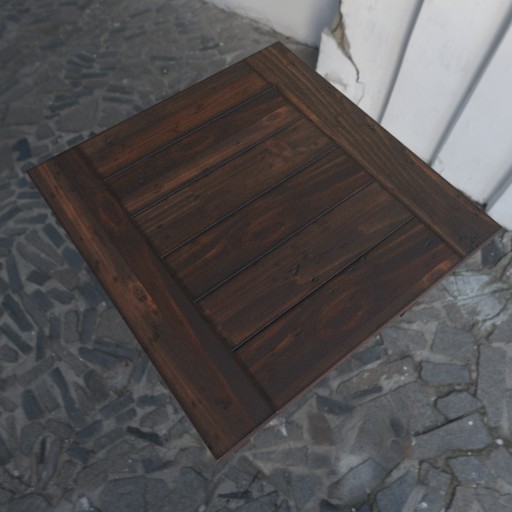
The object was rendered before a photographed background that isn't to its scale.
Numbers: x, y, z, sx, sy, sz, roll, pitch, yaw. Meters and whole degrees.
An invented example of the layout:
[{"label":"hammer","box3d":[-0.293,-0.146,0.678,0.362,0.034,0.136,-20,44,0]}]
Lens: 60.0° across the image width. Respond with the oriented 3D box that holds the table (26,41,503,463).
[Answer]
[{"label":"table","box3d":[0.000,0.000,0.970,0.593,0.437,0.606,-34,67,-16]}]
